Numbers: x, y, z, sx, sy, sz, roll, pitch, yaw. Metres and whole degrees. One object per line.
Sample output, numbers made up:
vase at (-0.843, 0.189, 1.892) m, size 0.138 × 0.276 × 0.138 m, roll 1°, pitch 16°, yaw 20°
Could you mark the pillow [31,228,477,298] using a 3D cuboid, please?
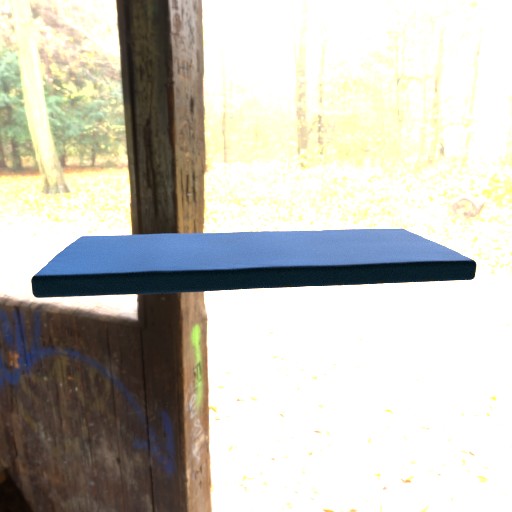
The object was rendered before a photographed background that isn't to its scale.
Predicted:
pillow at (0.000, 0.000, 1.354) m, size 1.187 × 0.081 × 0.492 m, roll -2°, pitch 15°, yaw -7°
